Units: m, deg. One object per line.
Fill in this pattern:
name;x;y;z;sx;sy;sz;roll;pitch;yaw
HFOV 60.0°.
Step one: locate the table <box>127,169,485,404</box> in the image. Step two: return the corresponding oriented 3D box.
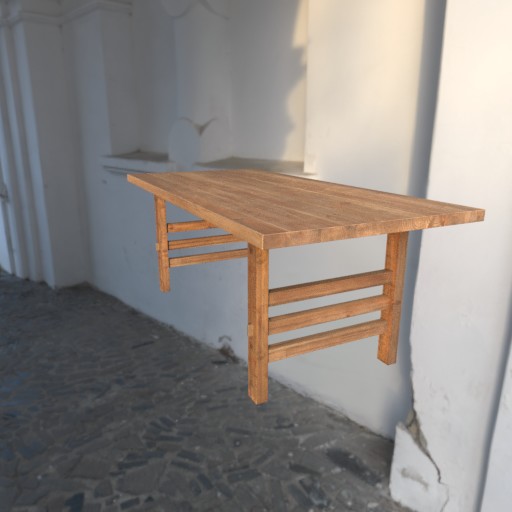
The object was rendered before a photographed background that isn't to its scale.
table;0.000;0.000;2.444;0.952;0.760;2.003;-8;18;-25
